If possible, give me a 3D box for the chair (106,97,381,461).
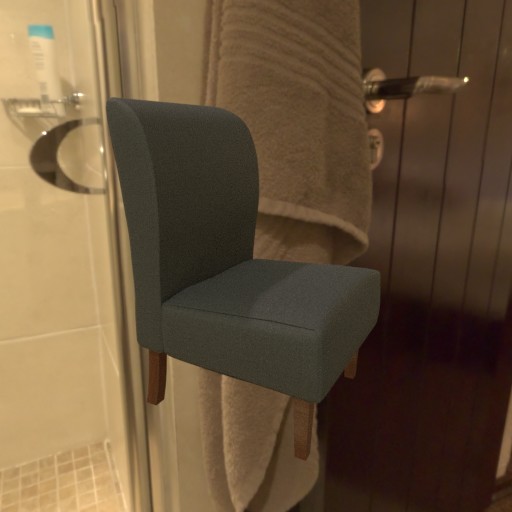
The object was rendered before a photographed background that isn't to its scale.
[{"bbox_3d":[0.000,0.000,1.199,0.592,0.804,0.513,8,17,26],"label":"chair"}]
